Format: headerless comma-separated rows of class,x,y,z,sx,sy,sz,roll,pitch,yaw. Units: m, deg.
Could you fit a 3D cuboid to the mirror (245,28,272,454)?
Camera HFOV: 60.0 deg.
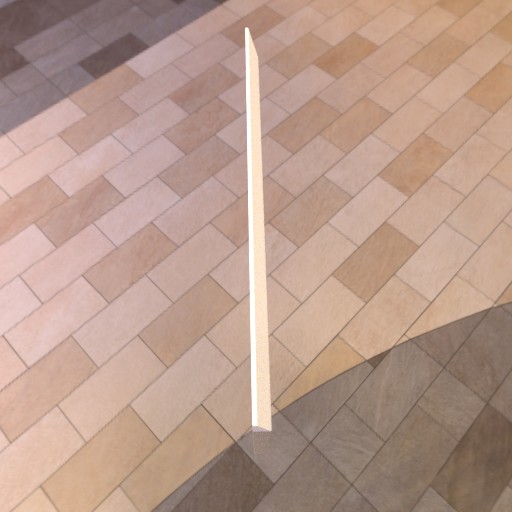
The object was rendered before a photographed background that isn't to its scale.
mirror,0.000,0.000,1.109,0.030,0.630,0.870,-1,63,-1
